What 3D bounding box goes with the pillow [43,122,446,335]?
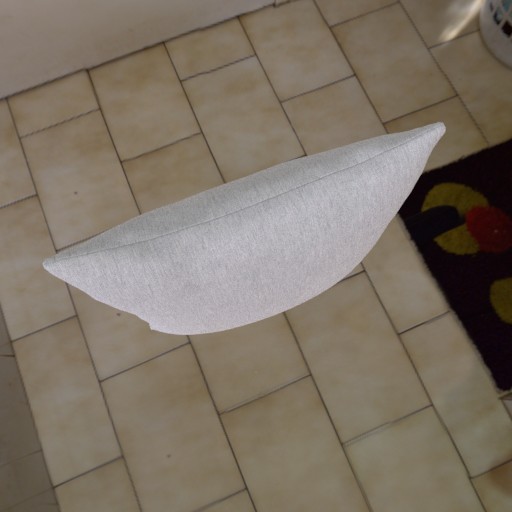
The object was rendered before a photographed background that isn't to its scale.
[{"bbox_3d":[0.000,0.000,0.653,0.433,0.436,0.173,-20,76,-5],"label":"pillow"}]
